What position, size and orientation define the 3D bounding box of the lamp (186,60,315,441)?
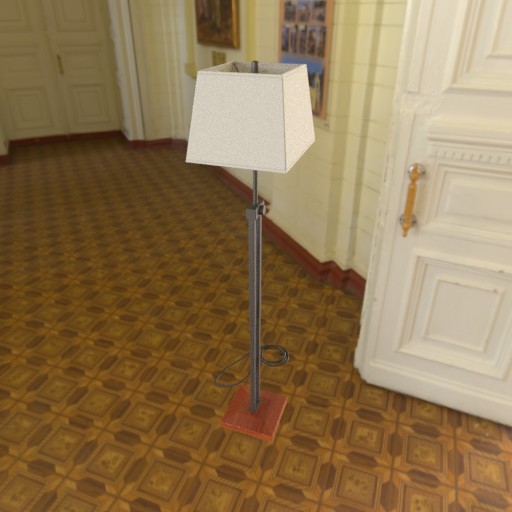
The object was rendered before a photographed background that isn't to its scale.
[{"bbox_3d":[0.000,0.000,2.069,0.472,1.712,0.745,10,31,17],"label":"lamp"}]
